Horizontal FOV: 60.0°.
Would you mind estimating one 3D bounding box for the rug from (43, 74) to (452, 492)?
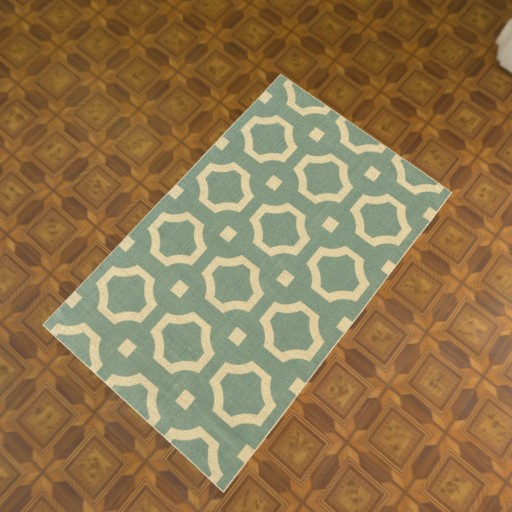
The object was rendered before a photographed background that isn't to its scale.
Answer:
[{"bbox_3d":[0.000,0.000,2.956,1.528,0.015,2.443,38,78,10],"label":"rug"}]
